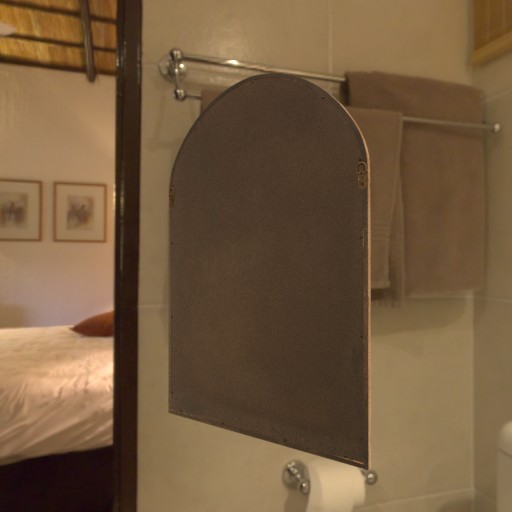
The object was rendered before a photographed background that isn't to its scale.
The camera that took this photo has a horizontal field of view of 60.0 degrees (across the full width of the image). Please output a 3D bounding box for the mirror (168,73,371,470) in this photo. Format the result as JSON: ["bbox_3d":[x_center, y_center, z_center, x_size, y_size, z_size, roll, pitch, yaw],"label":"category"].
[{"bbox_3d":[0.000,0.000,1.136,0.609,0.915,0.032,0,-1,36],"label":"mirror"}]
